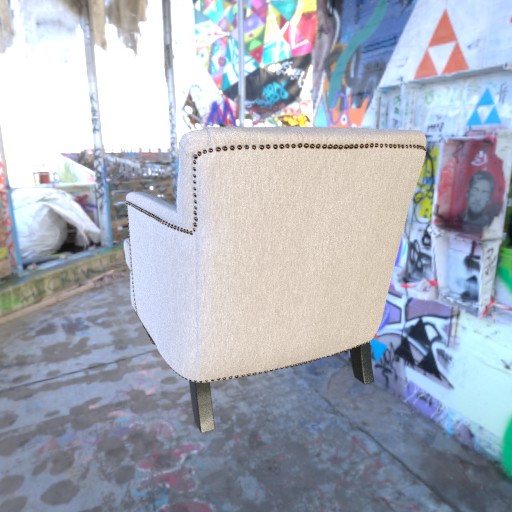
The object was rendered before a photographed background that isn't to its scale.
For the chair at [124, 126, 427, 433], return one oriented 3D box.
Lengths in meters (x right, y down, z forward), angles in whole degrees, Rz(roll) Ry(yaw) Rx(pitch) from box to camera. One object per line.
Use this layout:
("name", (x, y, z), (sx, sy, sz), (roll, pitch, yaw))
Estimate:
("chair", (0.000, 0.000, 1.511), (0.737, 0.823, 0.902), (-7, 16, -25))
